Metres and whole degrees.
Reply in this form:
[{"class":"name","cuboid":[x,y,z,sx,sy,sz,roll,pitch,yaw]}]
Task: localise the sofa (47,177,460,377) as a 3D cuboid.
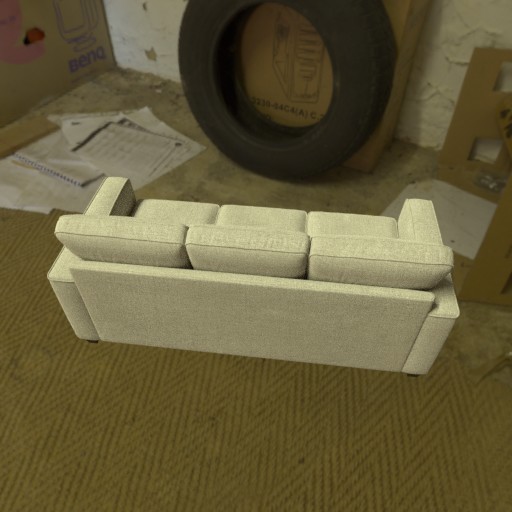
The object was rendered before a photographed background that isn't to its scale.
[{"class":"sofa","cuboid":[0.000,0.000,2.675,2.133,0.965,0.939,5,46,5]}]
